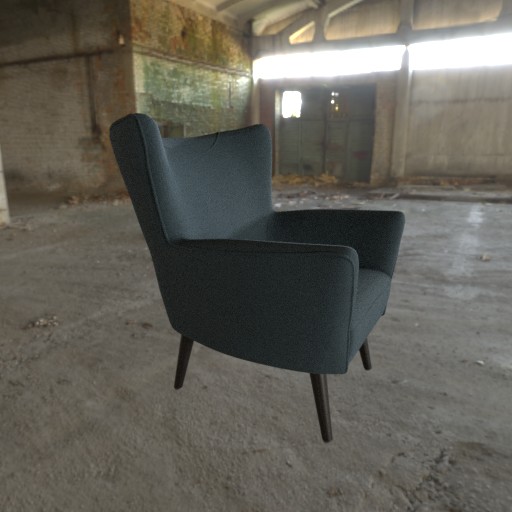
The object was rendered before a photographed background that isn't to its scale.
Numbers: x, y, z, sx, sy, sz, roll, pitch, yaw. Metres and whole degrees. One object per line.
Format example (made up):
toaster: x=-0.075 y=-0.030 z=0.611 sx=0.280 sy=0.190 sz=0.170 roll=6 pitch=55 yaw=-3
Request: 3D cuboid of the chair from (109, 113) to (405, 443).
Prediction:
chair: x=0.000 y=0.000 z=1.566 sx=0.888 sy=0.933 sz=0.781 roll=7 pitch=16 yaw=27
